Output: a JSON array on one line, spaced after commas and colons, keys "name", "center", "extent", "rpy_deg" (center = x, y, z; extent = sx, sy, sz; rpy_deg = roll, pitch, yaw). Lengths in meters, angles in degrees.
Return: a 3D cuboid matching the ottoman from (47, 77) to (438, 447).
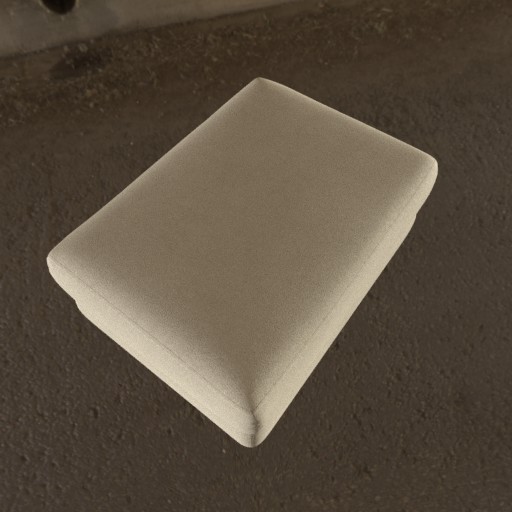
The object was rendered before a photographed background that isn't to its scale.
[{"name": "ottoman", "center": [0.000, 0.000, 1.151], "extent": [0.569, 0.499, 0.773], "rpy_deg": [33, 63, 19]}]
